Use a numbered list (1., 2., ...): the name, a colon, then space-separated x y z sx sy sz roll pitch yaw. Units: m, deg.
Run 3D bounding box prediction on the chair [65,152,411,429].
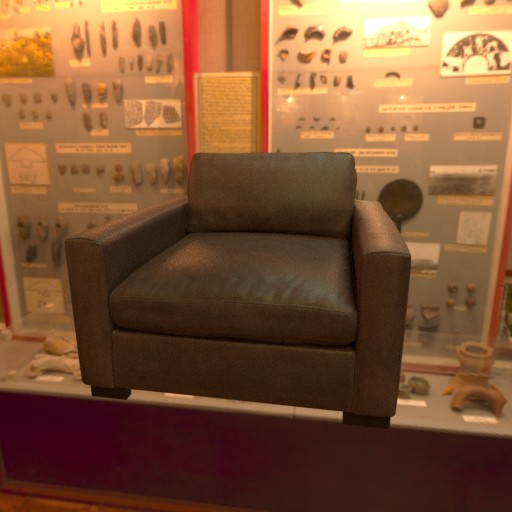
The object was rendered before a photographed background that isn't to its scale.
1. chair: 0.000 0.000 1.825 1.100 0.812 1.069 3 15 10
